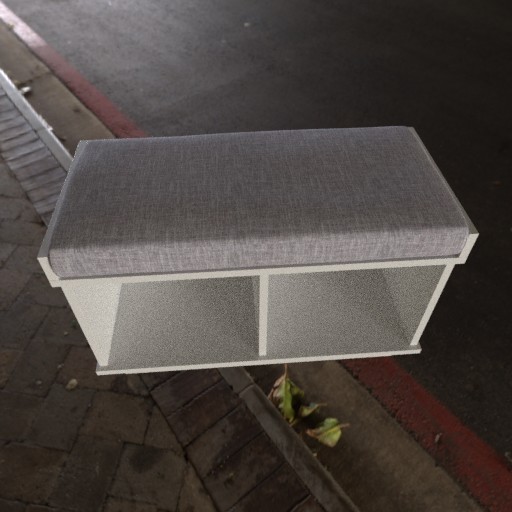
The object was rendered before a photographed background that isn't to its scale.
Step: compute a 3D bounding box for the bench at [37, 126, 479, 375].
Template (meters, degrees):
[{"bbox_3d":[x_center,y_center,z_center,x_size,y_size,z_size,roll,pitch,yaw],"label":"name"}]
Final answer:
[{"bbox_3d":[0.000,0.000,0.996,0.734,0.461,0.362,-3,46,-3],"label":"bench"}]
